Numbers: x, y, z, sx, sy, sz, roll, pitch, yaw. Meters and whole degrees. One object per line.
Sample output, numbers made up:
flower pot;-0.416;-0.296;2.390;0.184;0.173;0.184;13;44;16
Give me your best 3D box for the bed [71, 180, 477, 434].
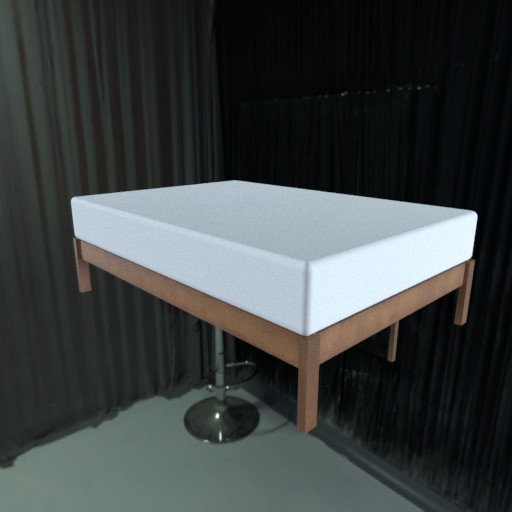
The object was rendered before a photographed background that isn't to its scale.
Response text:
bed;0.000;0.000;2.574;1.348;0.616;1.927;-15;22;-41
